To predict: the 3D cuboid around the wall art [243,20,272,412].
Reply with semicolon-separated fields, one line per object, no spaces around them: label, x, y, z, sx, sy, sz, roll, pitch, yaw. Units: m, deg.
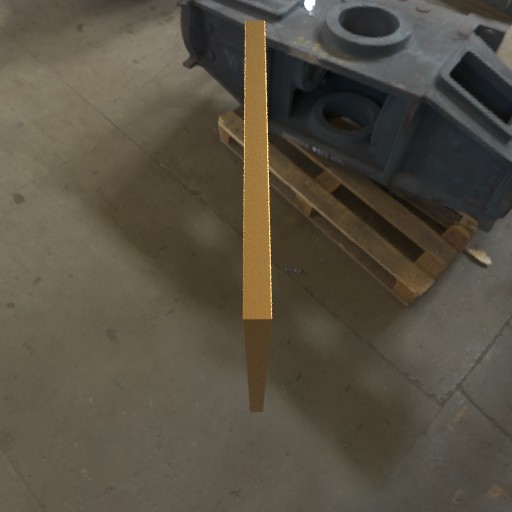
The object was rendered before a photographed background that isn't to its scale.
wall art;0.000;0.000;1.081;0.038;0.812;0.610;0;62;0
